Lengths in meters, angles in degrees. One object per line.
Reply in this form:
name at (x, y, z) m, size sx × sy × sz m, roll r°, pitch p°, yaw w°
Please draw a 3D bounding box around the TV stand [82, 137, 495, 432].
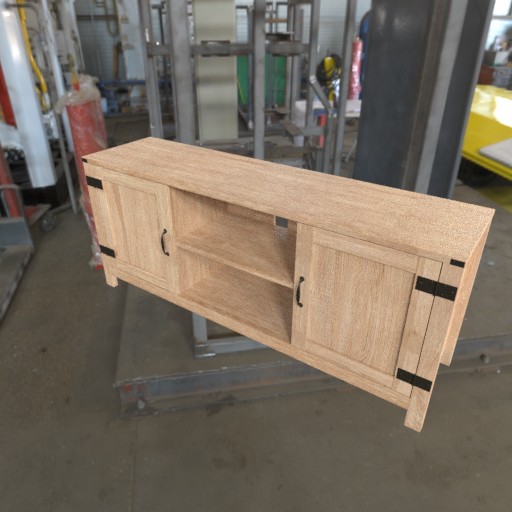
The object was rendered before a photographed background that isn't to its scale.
TV stand at (0.000, 0.000, 1.696) m, size 1.466 × 0.610 × 0.398 m, roll 19°, pitch 35°, yaw 30°
